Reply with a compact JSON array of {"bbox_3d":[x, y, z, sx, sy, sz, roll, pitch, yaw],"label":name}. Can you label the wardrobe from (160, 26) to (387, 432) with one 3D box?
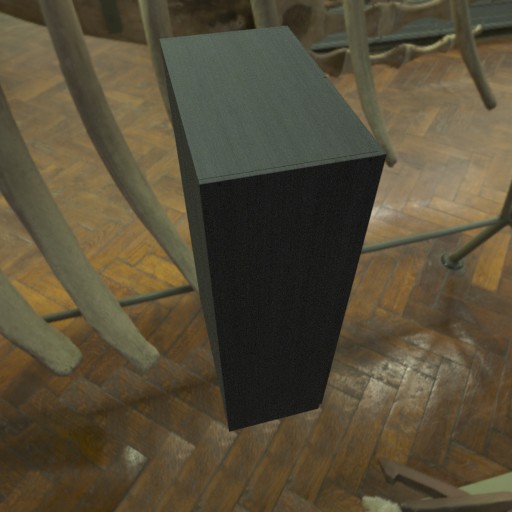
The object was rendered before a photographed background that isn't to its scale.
[{"bbox_3d":[0.000,0.000,2.251,0.577,1.808,0.991,-11,49,-10],"label":"wardrobe"}]
